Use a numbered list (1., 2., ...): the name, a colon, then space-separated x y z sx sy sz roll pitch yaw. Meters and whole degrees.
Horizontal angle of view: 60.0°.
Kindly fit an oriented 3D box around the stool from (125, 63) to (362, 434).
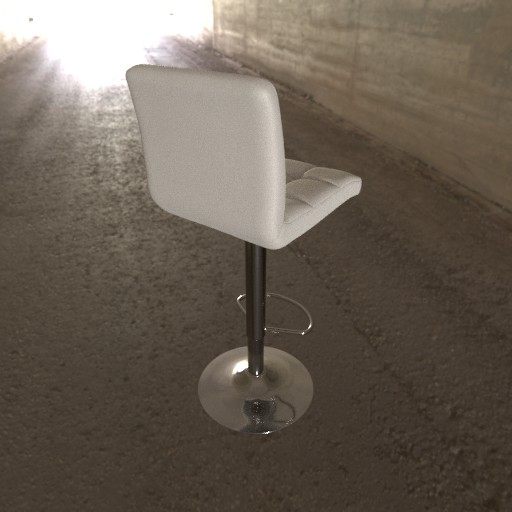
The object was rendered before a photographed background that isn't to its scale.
1. stool: 0.000 0.000 1.363 0.430 1.115 0.505 21 36 32
